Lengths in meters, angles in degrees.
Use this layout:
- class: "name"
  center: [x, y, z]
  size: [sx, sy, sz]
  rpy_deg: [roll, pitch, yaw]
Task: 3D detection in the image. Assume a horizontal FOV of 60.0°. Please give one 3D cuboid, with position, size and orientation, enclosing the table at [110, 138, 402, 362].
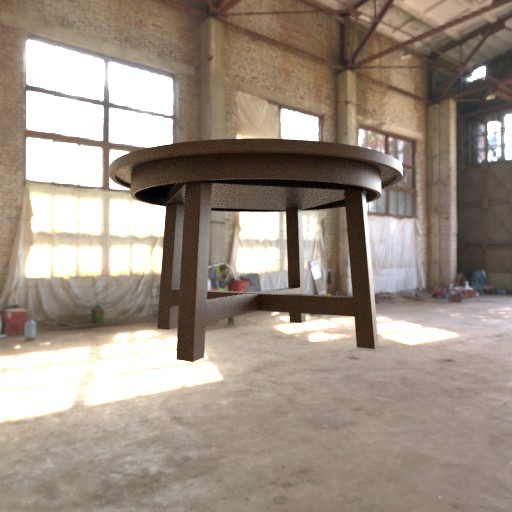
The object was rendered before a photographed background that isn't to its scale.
- class: "table"
  center: [0.000, 0.000, 2.101]
  size: [1.319, 0.762, 1.319]
  rpy_deg: [0, 0, 0]
